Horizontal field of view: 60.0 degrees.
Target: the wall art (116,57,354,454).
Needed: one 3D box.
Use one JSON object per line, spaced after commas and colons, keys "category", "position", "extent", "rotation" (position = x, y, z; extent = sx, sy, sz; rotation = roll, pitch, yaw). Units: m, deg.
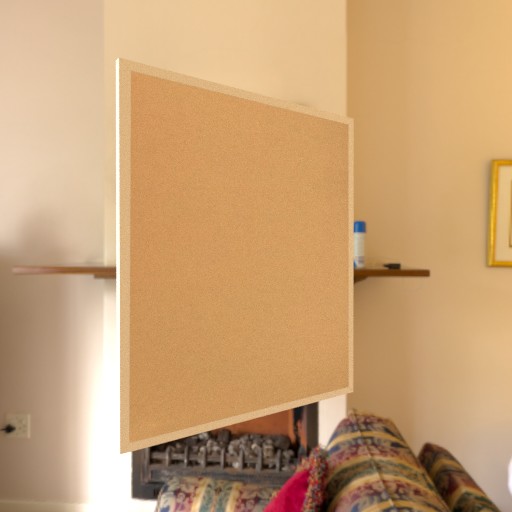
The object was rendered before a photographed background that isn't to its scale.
{"category": "wall art", "position": [0.000, 0.000, 0.767], "extent": [0.482, 0.557, 0.012], "rotation": [0, 0, -36]}
